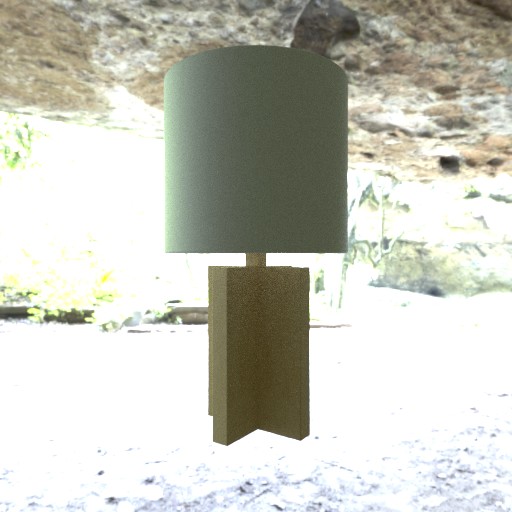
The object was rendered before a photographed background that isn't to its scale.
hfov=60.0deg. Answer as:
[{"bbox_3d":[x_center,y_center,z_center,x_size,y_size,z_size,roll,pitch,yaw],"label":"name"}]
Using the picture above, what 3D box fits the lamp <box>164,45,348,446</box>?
[{"bbox_3d":[0.000,0.000,0.562,0.229,0.428,0.229,0,0,35],"label":"lamp"}]
